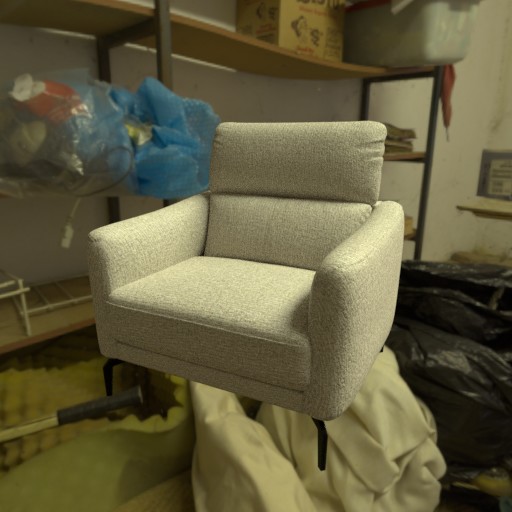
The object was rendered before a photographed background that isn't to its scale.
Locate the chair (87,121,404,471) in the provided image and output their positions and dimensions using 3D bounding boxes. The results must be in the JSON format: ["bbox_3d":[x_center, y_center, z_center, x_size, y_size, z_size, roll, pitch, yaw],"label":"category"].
[{"bbox_3d":[0.000,0.000,1.641,0.972,0.967,0.835,8,17,26],"label":"chair"}]
